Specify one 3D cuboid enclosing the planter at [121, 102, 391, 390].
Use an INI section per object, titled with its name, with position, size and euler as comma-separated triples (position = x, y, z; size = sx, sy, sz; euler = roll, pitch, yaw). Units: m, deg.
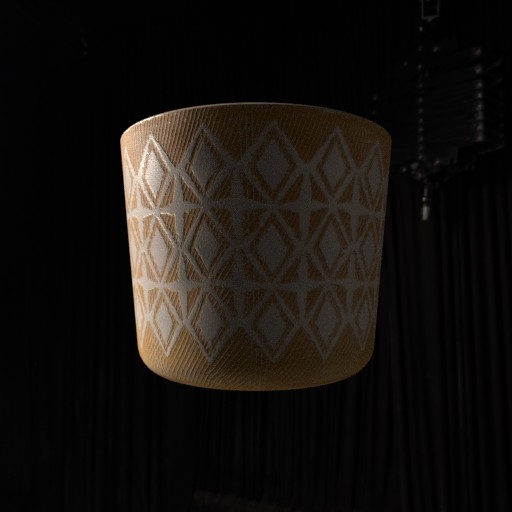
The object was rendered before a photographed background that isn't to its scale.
[planter]
position = 0.000, 0.000, 0.215
size = 0.126, 0.104, 0.126
euler = 0, -1, 0
